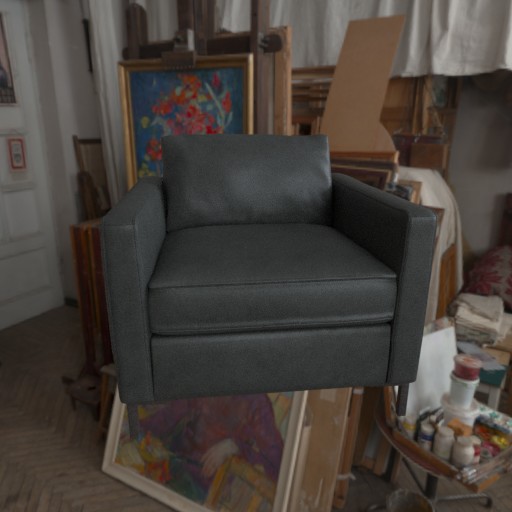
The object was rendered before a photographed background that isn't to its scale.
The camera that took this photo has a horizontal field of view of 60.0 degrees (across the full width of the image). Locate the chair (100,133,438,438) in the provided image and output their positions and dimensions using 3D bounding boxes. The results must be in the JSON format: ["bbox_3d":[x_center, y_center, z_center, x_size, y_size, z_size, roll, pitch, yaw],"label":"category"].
[{"bbox_3d":[0.000,0.000,1.511,0.967,0.824,0.861,-2,18,-7],"label":"chair"}]
